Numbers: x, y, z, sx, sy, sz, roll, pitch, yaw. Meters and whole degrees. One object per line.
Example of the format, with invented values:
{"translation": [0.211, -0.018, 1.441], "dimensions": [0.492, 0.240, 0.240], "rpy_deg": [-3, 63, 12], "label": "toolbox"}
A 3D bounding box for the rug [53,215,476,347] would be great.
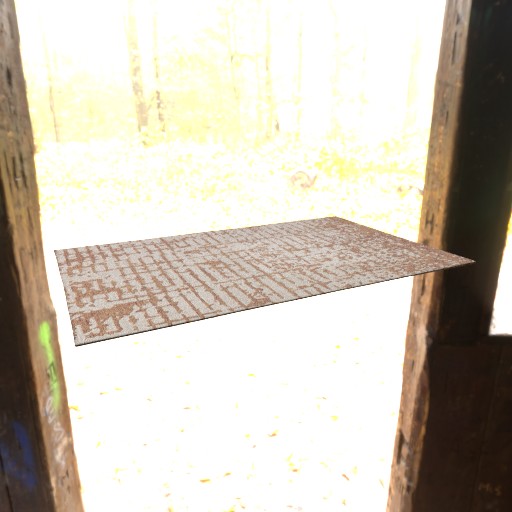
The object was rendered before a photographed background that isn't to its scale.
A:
{"translation": [0.000, 0.000, 2.997], "dimensions": [2.435, 0.011, 1.517], "rpy_deg": [-9, 20, -25], "label": "rug"}
